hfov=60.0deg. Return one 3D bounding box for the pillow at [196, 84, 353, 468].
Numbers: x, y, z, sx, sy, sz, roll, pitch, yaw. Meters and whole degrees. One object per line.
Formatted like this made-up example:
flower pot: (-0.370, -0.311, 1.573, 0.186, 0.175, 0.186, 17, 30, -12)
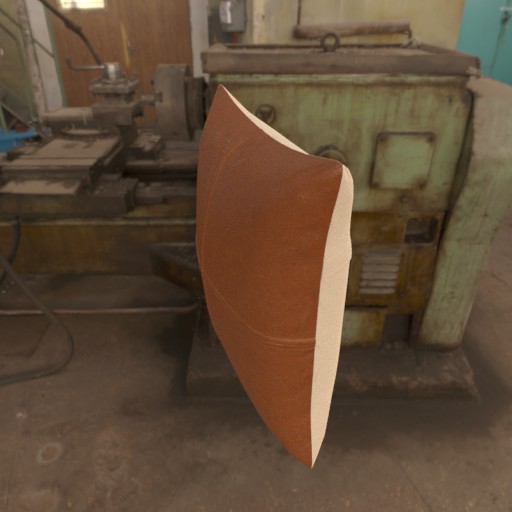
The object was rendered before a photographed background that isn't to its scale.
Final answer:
pillow: (0.000, 0.000, 0.749, 0.192, 0.477, 0.501, -9, 31, -15)
